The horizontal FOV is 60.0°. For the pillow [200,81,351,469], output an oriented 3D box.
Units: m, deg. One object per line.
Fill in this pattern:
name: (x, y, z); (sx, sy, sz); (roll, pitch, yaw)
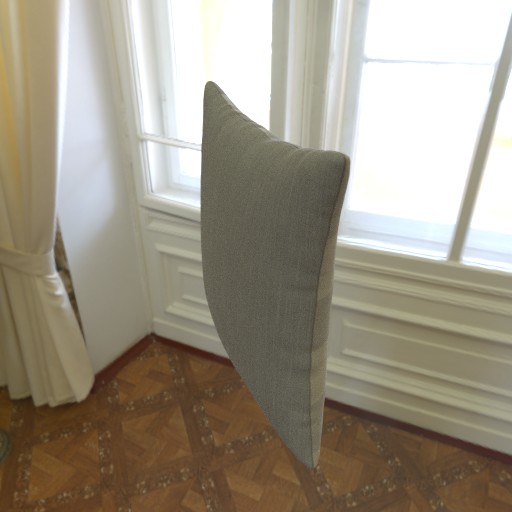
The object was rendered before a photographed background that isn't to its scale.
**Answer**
pillow: (0.000, 0.000, 0.778); (0.161, 0.509, 0.511); (-11, 32, -18)
